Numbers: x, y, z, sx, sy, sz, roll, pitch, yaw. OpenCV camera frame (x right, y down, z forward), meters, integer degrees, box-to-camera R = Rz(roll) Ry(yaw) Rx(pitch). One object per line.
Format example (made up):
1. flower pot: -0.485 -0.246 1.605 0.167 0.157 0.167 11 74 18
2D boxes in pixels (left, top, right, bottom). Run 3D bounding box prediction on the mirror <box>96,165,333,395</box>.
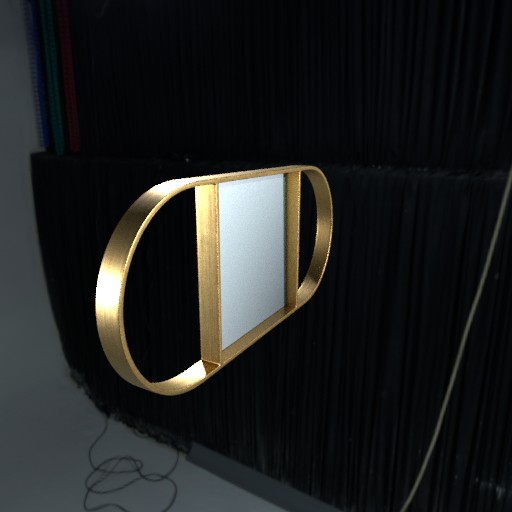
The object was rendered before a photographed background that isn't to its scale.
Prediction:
1. mirror: 0.000 0.000 0.676 0.032 0.254 0.584 8 17 29
